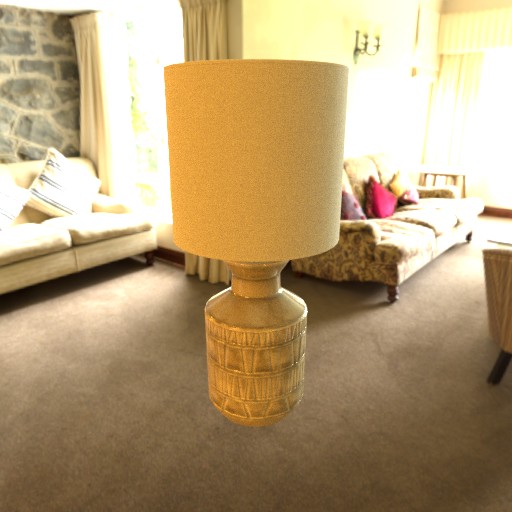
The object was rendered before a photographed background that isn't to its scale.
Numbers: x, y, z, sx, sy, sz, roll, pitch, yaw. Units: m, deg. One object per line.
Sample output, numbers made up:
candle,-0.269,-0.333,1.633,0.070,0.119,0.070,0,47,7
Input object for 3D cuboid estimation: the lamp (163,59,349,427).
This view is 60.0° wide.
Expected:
lamp,0.000,0.000,0.583,0.211,0.455,0.211,-3,18,-10
